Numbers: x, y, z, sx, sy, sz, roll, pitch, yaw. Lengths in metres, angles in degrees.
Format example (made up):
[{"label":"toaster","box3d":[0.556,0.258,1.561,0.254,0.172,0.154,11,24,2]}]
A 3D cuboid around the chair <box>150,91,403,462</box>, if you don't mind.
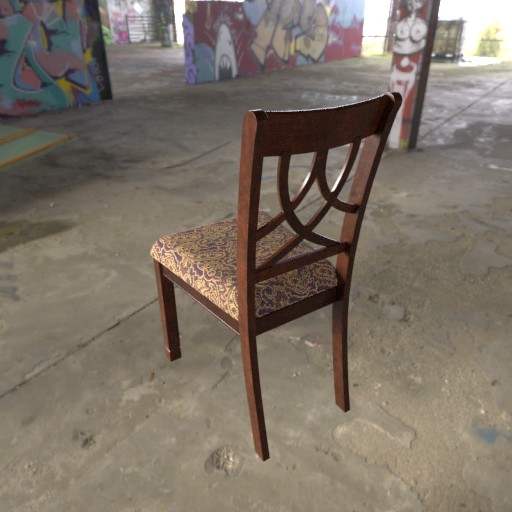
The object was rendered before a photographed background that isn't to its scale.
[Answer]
[{"label":"chair","box3d":[0.000,0.000,1.319,0.457,0.965,0.584,-18,34,-29]}]
